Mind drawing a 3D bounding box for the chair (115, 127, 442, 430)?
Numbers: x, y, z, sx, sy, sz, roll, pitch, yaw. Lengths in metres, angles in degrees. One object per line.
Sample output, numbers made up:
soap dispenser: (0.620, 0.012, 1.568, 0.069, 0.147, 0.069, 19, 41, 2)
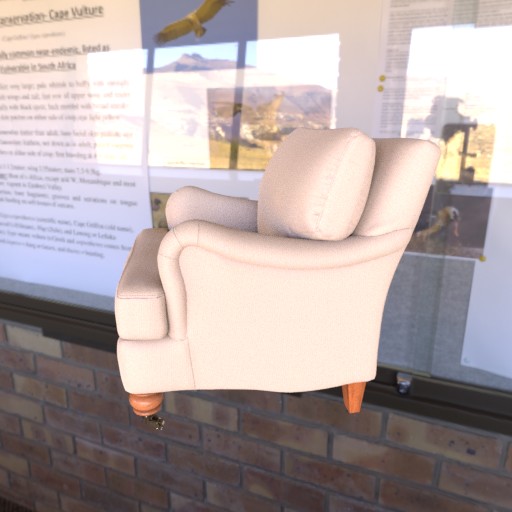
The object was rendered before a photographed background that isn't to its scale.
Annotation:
chair: (0.000, 0.000, 1.860, 1.070, 1.038, 0.955, -3, 17, -9)
